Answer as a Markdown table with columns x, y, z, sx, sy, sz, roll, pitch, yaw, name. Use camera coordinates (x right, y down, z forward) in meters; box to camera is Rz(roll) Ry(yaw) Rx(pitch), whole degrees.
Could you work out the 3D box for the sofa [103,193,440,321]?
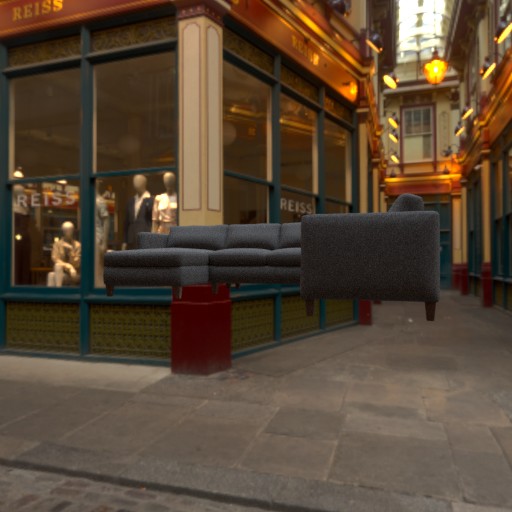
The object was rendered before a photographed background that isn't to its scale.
| x | y | z | sx | sy | sz | roll | pitch | yaw | name |
| --- | --- | --- | --- | --- | --- | --- | --- | --- | --- |
| 0.000 | 0.000 | 4.475 | 3.238 | 0.853 | 2.551 | 0 | 0 | 17 | sofa |
